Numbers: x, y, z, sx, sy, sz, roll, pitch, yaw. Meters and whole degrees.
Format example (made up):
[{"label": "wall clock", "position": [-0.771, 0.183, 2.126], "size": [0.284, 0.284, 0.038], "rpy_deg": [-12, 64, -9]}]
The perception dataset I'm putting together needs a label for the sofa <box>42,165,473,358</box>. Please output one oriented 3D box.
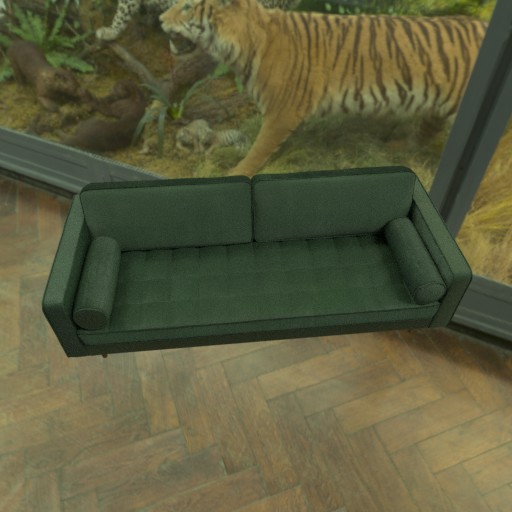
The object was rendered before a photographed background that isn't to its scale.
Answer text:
[{"label": "sofa", "position": [0.000, 0.000, 2.643], "size": [2.199, 0.769, 0.918], "rpy_deg": [-4, 46, -4]}]
